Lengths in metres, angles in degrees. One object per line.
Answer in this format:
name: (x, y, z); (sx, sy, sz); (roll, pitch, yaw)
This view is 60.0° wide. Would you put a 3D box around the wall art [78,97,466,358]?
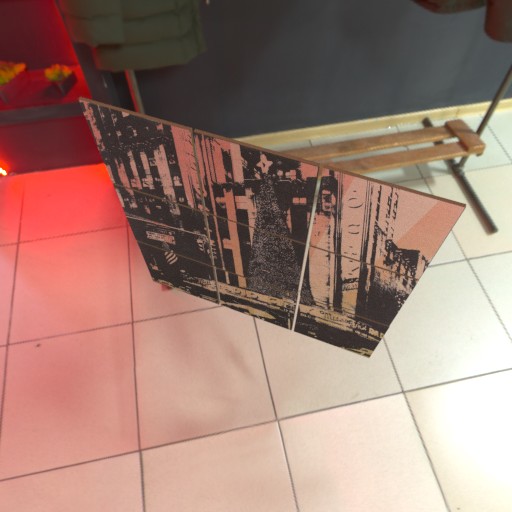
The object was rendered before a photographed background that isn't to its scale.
wall art: (0.000, 0.000, 2.284); (1.527, 1.521, 0.017); (18, 60, 11)
